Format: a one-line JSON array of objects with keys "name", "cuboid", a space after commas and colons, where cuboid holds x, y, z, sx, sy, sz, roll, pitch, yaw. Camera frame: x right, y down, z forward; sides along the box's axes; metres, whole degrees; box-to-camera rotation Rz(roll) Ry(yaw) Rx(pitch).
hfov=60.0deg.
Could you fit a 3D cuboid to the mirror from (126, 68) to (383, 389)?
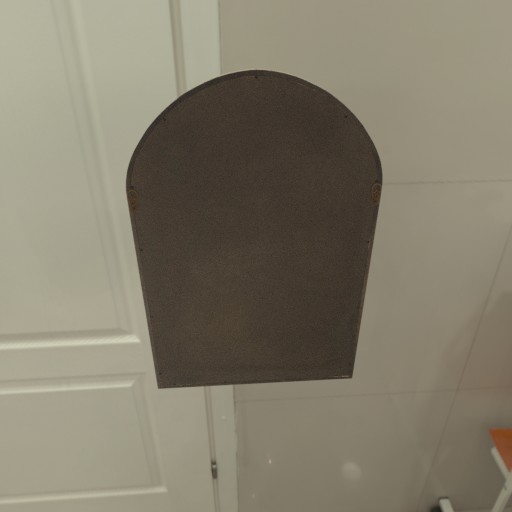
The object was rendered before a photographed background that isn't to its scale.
[{"name": "mirror", "cuboid": [0.000, 0.000, 1.164, 0.609, 0.915, 0.032, -2, 31, -3]}]
